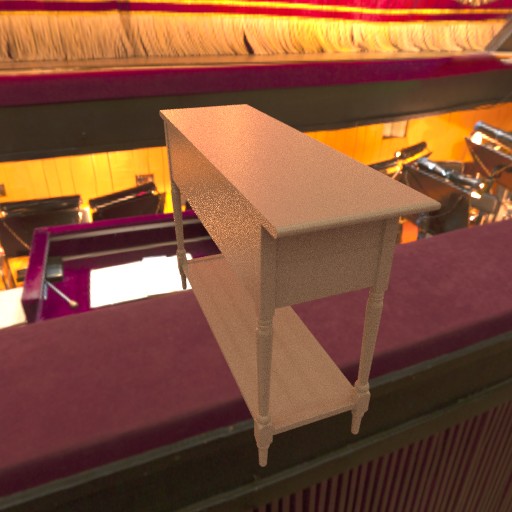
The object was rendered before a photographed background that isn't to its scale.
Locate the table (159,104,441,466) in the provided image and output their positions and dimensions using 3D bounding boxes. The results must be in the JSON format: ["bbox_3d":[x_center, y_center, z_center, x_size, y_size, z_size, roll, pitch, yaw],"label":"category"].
[{"bbox_3d":[0.000,0.000,1.563,0.384,0.808,1.197,-11,31,-18],"label":"table"}]
